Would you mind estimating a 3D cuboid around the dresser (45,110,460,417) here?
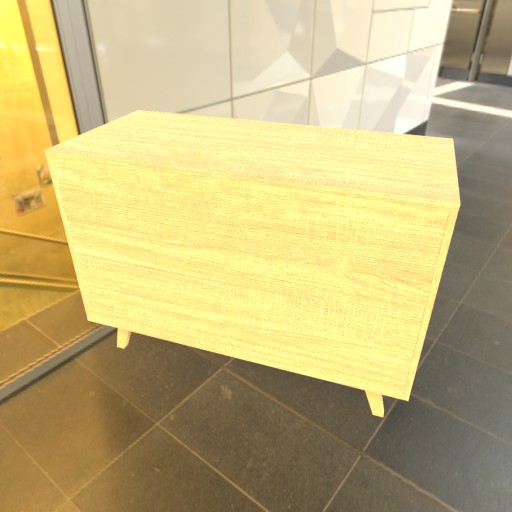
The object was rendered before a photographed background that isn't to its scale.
[{"bbox_3d":[0.000,0.000,1.520,1.110,0.780,0.500,10,33,16],"label":"dresser"}]
